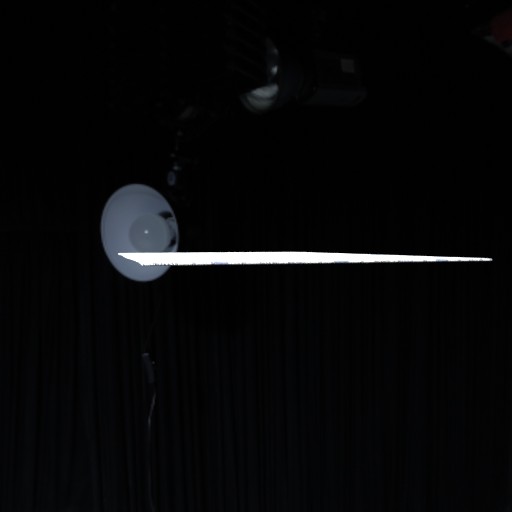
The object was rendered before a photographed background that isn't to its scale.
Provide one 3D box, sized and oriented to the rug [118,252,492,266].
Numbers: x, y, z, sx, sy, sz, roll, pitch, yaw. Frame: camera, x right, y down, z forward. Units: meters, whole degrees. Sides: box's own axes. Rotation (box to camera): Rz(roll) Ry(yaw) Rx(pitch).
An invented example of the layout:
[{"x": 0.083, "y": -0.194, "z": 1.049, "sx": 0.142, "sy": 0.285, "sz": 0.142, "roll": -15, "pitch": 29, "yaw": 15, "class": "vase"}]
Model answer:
[{"x": 0.000, "y": 0.000, "z": 2.960, "sx": 1.676, "sy": 0.013, "sz": 2.261, "roll": 0, "pitch": 1, "yaw": -19, "class": "rug"}]
